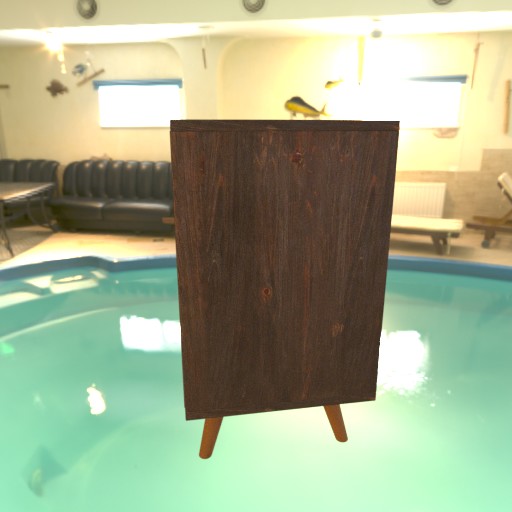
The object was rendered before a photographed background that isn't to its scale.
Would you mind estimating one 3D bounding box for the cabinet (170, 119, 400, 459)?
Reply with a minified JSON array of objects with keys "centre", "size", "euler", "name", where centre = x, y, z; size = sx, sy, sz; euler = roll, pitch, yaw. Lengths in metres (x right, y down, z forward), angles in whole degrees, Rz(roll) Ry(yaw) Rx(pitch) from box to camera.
[{"centre":[0.000,0.000,1.541],"size":[0.529,0.897,1.023],"euler":[-3,17,-9],"name":"cabinet"}]
